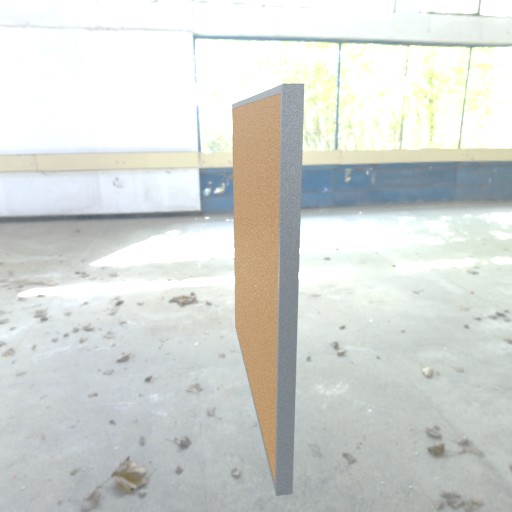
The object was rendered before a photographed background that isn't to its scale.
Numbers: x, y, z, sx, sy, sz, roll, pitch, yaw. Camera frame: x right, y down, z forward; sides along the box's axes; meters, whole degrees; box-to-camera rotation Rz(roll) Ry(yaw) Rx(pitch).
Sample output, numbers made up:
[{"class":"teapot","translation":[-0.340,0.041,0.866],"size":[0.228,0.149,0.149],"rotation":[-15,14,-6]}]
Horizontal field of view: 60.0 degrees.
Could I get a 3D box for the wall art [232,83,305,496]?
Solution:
[{"class":"wall art","translation":[0.000,0.000,1.197],"size":[0.038,0.807,0.809],"rotation":[-2,17,-8]}]
